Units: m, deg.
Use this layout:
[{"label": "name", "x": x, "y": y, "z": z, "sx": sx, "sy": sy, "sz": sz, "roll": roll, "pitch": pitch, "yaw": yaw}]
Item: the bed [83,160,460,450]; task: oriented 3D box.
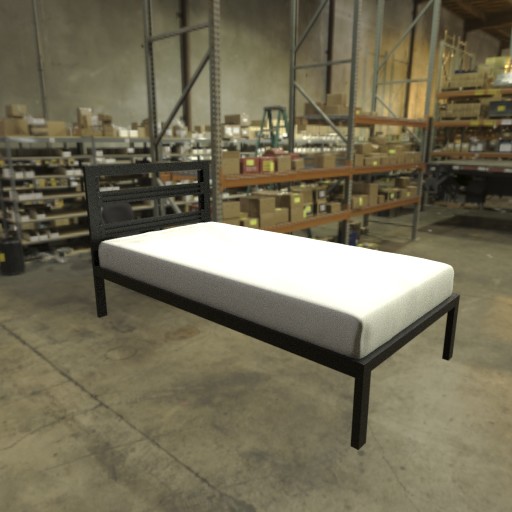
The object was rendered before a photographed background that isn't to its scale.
[{"label": "bed", "x": 0.000, "y": 0.000, "z": 2.515, "sx": 1.930, "sy": 0.967, "sz": 0.991, "roll": 13, "pitch": 20, "yaw": 41}]
